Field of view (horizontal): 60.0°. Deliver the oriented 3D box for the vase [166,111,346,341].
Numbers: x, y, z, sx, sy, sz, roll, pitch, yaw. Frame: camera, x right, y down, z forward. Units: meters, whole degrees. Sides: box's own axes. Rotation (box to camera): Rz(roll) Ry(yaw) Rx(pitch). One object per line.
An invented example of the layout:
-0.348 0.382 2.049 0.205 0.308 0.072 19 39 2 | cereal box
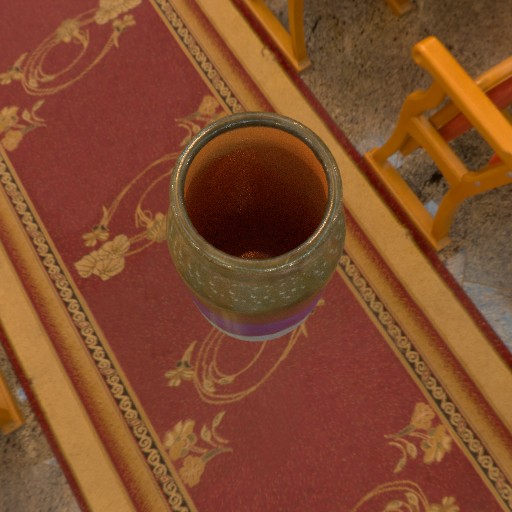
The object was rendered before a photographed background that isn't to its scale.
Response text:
0.000 0.000 0.386 0.139 0.313 0.139 0 76 0 | vase
